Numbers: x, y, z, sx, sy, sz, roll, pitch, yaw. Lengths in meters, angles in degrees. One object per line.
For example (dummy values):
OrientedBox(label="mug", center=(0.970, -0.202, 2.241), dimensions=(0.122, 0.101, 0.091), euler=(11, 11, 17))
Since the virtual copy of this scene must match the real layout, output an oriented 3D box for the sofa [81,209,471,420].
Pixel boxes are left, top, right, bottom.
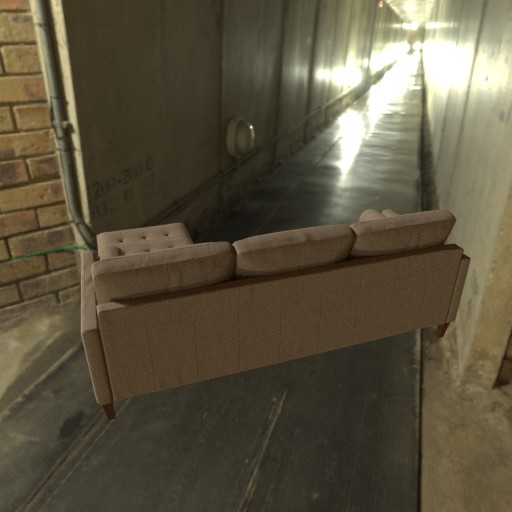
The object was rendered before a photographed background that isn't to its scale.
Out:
OrientedBox(label="sofa", center=(0.000, 0.000, 2.987), dimensions=(2.178, 0.875, 1.506), euler=(-9, 29, -17))
